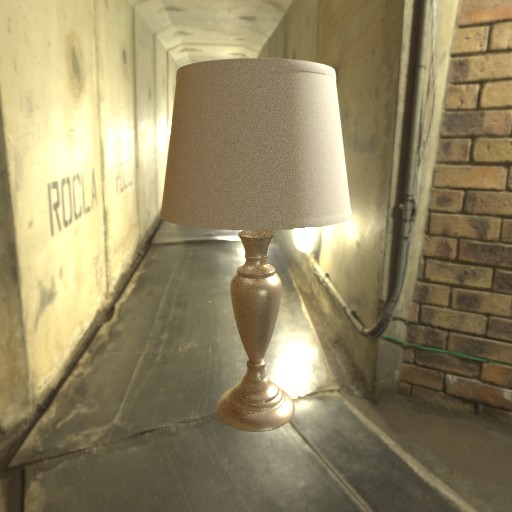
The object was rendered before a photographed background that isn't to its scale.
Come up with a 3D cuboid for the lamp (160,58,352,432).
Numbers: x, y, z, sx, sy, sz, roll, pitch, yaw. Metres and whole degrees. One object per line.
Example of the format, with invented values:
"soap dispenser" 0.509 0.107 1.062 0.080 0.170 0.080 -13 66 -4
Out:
"lamp" 0.000 0.000 0.793 0.328 0.612 0.328 0 14 0
